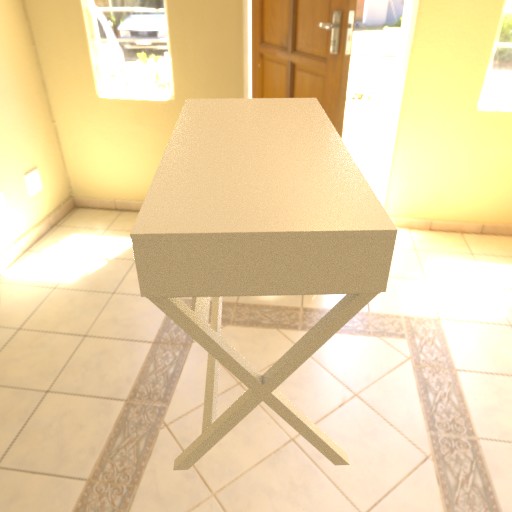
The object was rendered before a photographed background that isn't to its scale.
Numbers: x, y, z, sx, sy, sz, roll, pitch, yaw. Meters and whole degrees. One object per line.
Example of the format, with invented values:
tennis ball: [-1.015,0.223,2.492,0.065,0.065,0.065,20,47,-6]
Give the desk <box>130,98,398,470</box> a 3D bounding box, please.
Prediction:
desk: [0.000,0.000,1.487,0.509,0.780,1.059,-1,33,-1]
